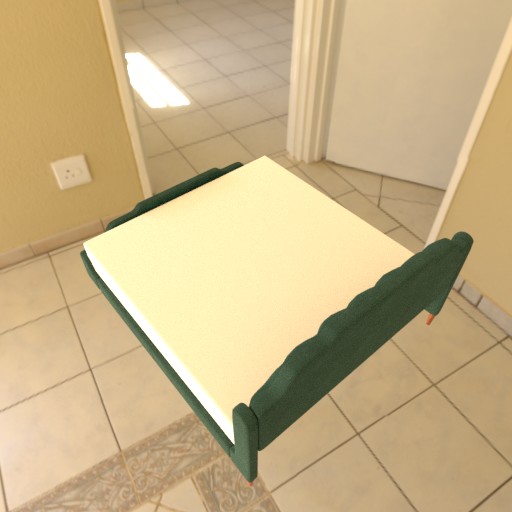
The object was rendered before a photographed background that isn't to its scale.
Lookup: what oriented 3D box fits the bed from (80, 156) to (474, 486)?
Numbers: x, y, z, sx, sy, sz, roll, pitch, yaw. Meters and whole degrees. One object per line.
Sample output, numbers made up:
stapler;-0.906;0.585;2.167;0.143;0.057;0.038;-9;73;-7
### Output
bed;0.000;0.000;3.549;2.074;1.245;2.340;-31;54;-27
